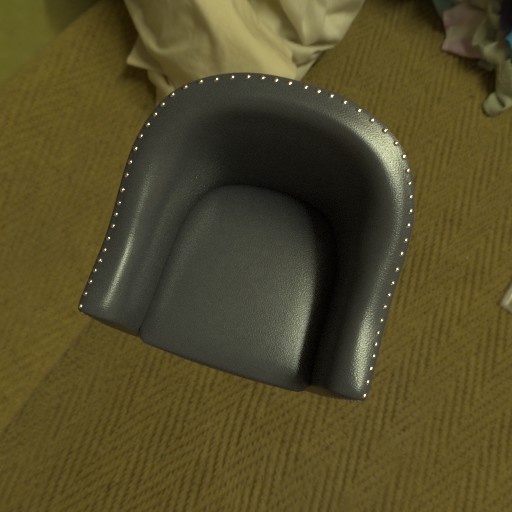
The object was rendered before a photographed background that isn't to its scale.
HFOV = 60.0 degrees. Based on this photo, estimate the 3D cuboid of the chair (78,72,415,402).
[{"bbox_3d":[0.000,0.000,1.429,0.794,0.823,0.748,17,74,5],"label":"chair"}]
